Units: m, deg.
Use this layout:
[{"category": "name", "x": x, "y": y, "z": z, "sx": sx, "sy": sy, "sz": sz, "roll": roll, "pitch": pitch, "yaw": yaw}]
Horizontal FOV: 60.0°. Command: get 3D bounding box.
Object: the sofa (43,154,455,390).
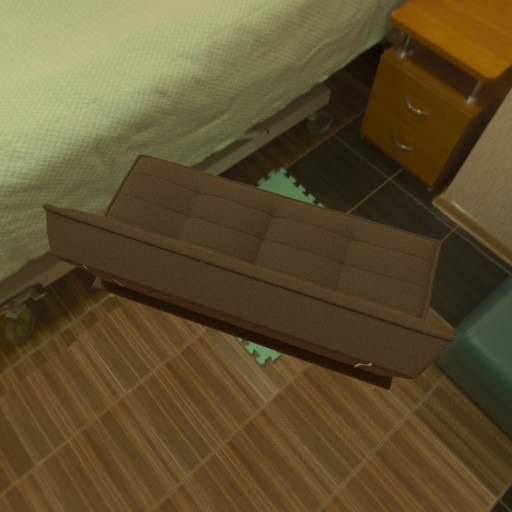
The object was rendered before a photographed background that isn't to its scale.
[{"category": "sofa", "x": 0.000, "y": 0.000, "z": 2.461, "sx": 1.940, "sy": 0.890, "sz": 0.950, "roll": 18, "pitch": 64, "yaw": 9}]
